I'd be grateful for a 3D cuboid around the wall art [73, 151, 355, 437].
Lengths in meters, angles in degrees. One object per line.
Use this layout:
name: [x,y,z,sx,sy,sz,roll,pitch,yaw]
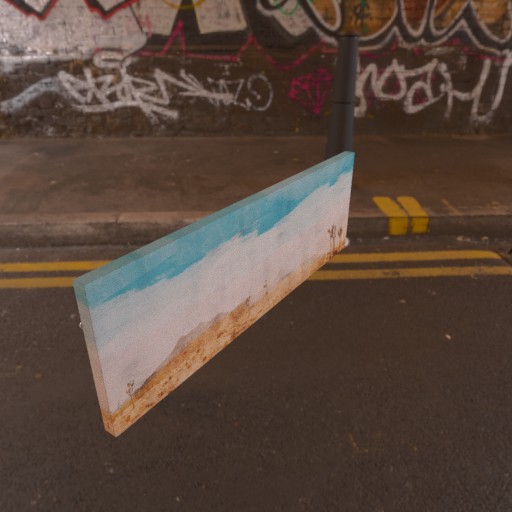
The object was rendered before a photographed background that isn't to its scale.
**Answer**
wall art: [0.000,0.000,0.858,0.044,0.254,0.759,18,32,31]
